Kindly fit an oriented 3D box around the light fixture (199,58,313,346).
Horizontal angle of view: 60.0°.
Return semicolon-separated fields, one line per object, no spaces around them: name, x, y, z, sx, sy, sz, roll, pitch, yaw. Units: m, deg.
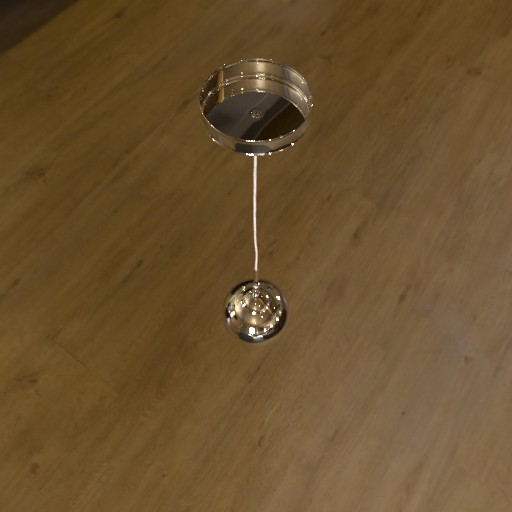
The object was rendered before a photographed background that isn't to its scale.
light fixture;0.000;0.000;1.655;0.336;1.538;0.336;-35;68;-16
